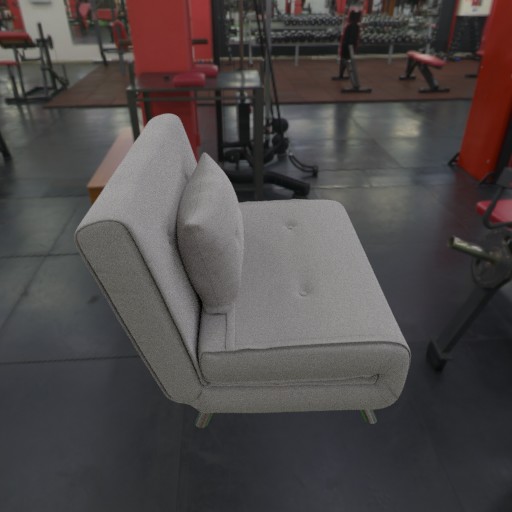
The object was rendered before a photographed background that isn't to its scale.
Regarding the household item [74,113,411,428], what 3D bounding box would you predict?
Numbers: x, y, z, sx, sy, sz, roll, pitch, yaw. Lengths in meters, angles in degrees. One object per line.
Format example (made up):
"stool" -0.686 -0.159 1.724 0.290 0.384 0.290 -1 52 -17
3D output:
"household item" 0.000 0.000 1.626 0.874 0.800 1.000 -1 32 -1
